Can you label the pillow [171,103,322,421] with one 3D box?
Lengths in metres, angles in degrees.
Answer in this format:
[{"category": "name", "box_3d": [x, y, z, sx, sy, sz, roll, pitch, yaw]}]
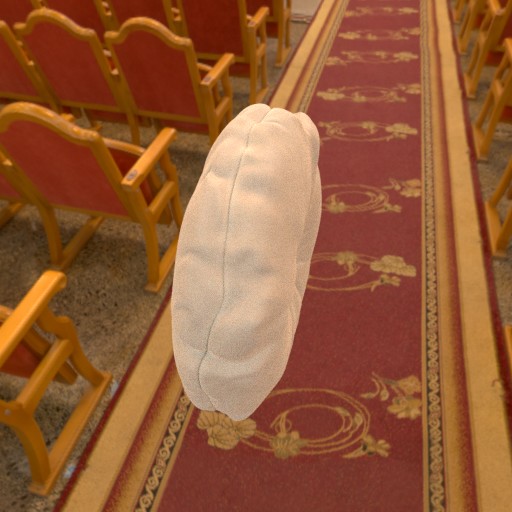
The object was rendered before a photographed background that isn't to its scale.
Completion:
[{"category": "pillow", "box_3d": [0.000, 0.000, 0.631, 0.148, 0.407, 0.428, 11, 47, 10]}]
